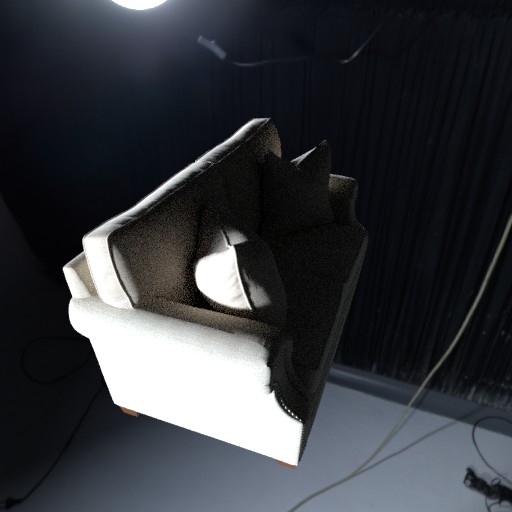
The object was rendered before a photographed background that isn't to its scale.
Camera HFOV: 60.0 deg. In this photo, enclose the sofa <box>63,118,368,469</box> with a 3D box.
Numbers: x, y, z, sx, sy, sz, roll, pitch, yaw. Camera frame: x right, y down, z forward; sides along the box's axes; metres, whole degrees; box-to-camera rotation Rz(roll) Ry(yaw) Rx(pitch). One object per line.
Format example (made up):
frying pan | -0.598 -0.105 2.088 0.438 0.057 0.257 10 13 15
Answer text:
sofa | 0.000 0.000 2.250 0.966 0.966 1.701 11 34 17
